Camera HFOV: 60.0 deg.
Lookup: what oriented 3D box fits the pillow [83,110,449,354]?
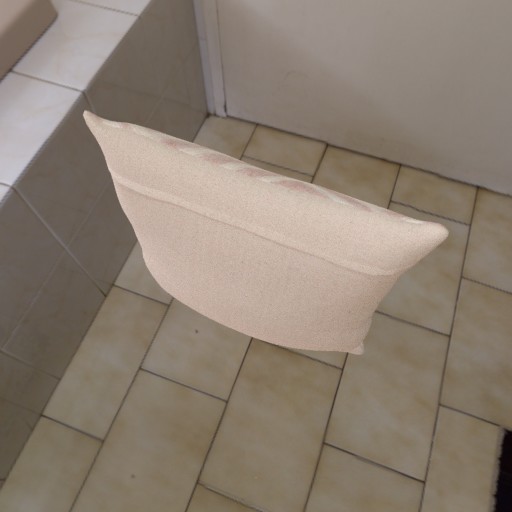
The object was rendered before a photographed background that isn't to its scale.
[{"bbox_3d":[0.000,0.000,0.671,0.440,0.441,0.182,21,65,10],"label":"pillow"}]
